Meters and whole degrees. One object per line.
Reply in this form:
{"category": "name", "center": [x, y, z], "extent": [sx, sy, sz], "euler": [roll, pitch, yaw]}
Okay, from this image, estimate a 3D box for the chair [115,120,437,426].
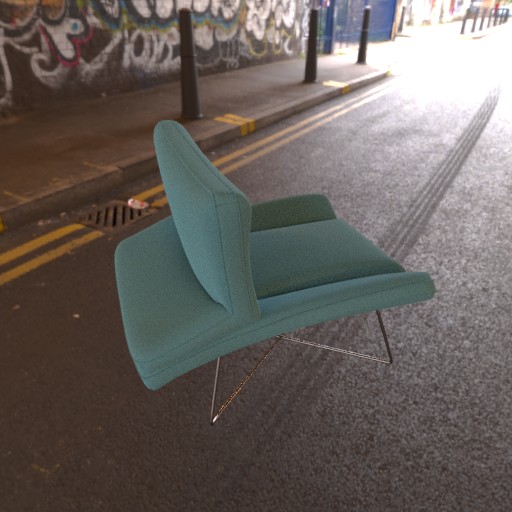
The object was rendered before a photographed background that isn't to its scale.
{"category": "chair", "center": [0.000, 0.000, 1.648], "extent": [1.008, 0.855, 0.859], "euler": [-10, 31, -17]}
